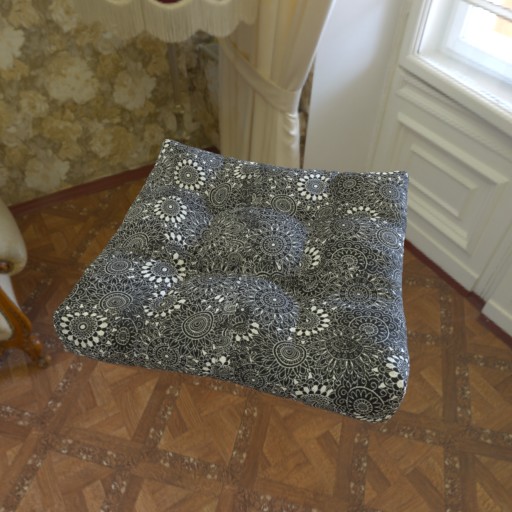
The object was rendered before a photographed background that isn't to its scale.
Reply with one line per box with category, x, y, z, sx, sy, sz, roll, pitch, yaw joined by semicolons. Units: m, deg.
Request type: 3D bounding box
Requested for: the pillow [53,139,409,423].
pillow;0.000;0.000;0.741;0.490;0.128;0.468;10;48;9
